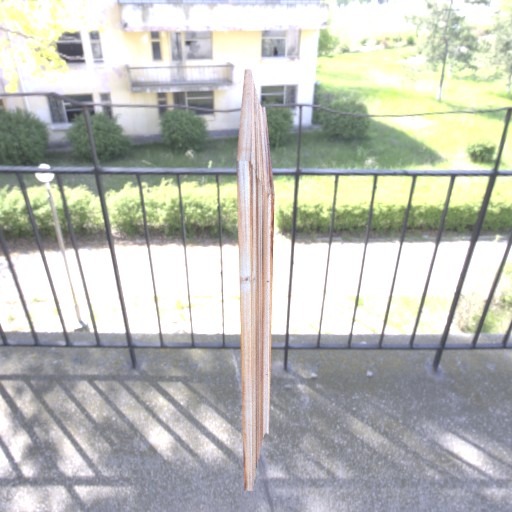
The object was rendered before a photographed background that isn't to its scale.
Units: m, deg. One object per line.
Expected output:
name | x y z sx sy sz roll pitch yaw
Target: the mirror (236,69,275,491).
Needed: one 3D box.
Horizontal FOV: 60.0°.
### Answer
mirror | 0.000 0.000 1.177 0.061 0.804 0.804 0 31 0
